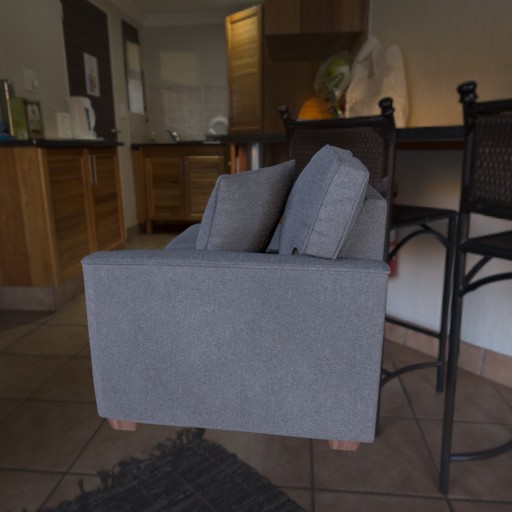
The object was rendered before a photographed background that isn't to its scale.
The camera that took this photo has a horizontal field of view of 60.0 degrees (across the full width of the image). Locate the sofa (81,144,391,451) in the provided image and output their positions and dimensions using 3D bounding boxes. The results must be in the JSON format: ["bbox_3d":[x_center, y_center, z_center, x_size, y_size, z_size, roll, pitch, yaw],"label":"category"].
[{"bbox_3d":[0.000,0.000,2.048,0.991,0.989,1.388,2,15,8],"label":"sofa"}]
